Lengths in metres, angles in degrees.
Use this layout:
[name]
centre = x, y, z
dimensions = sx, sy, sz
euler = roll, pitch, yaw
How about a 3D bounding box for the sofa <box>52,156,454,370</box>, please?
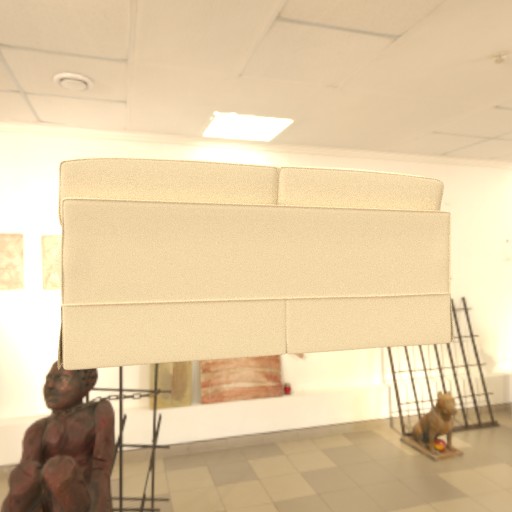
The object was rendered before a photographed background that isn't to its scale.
[sofa]
centre = 0.000, 0.000, 2.478
dimensions = 2.021, 0.937, 0.862
euler = 0, 0, -17
